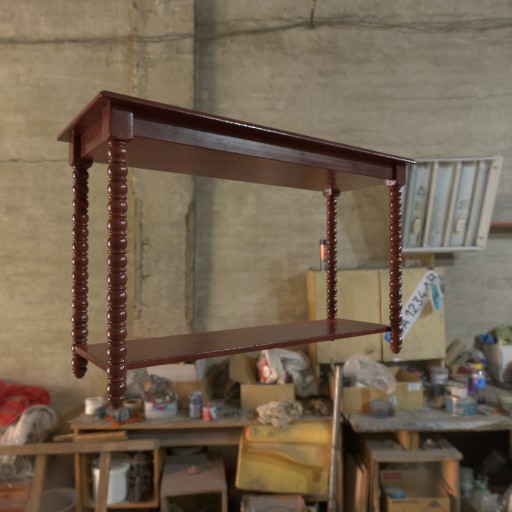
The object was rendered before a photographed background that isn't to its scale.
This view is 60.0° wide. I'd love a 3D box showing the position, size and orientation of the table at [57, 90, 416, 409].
[{"bbox_3d":[0.000,0.000,1.517,1.184,0.740,0.459,1,-1,-36],"label":"table"}]
